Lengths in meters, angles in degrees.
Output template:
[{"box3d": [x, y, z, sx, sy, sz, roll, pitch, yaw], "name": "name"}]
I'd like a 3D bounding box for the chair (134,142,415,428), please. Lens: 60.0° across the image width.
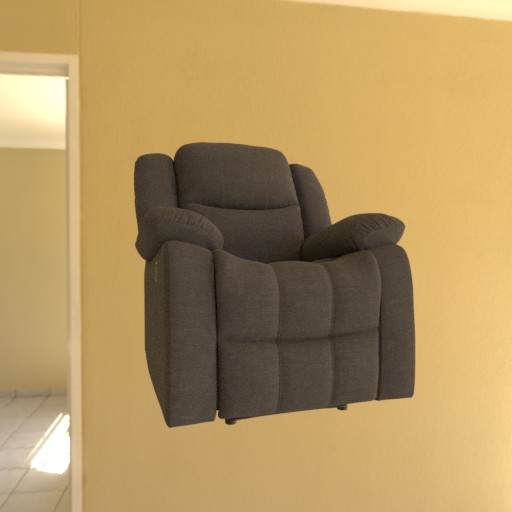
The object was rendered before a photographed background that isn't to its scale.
[{"box3d": [0.000, 0.000, 1.717, 0.899, 1.008, 0.944, 0, 1, -18], "name": "chair"}]
